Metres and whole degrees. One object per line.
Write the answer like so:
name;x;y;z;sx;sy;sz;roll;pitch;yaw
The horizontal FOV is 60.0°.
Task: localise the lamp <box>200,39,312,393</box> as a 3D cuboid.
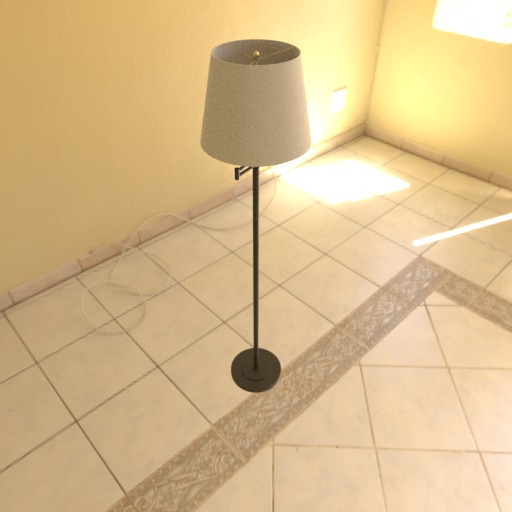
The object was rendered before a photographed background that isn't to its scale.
lamp;0.000;0.000;1.693;0.348;1.473;0.348;26;47;28
